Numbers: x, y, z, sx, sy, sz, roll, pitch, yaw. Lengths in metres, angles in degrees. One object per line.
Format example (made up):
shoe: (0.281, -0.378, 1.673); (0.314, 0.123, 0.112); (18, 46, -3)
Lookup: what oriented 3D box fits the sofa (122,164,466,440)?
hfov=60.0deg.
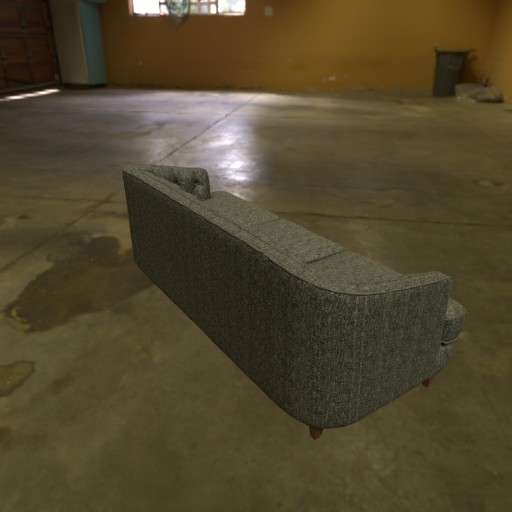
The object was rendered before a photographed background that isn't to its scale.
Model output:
sofa: (0.000, 0.000, 2.722); (0.941, 0.855, 2.278); (-17, 31, -31)
